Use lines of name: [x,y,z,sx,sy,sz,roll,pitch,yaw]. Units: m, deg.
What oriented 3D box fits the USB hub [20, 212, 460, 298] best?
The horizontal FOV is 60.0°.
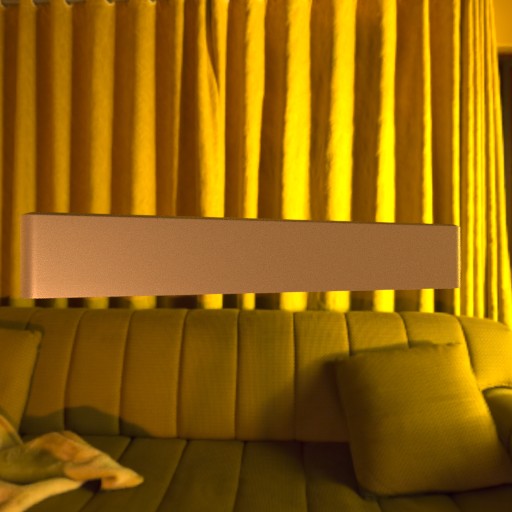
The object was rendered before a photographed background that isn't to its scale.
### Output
USB hub: [0.000,0.000,0.158,0.145,0.023,0.044,0,0,-18]
